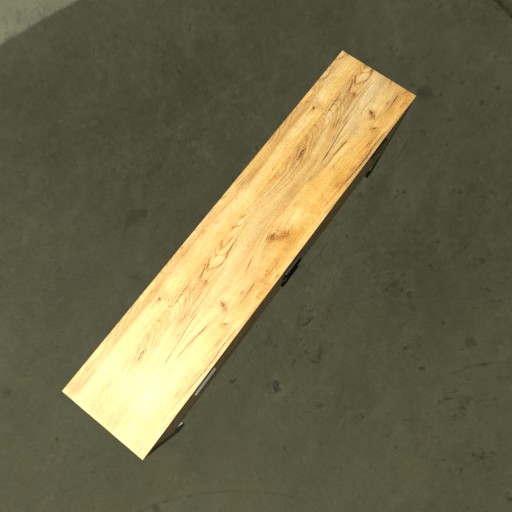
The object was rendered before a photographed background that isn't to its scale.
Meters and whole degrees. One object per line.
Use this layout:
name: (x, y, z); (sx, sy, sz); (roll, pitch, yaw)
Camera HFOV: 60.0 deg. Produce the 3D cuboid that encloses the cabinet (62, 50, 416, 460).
cabinet: (0.000, 0.000, 2.114); (0.395, 0.762, 1.800); (36, 78, 9)
